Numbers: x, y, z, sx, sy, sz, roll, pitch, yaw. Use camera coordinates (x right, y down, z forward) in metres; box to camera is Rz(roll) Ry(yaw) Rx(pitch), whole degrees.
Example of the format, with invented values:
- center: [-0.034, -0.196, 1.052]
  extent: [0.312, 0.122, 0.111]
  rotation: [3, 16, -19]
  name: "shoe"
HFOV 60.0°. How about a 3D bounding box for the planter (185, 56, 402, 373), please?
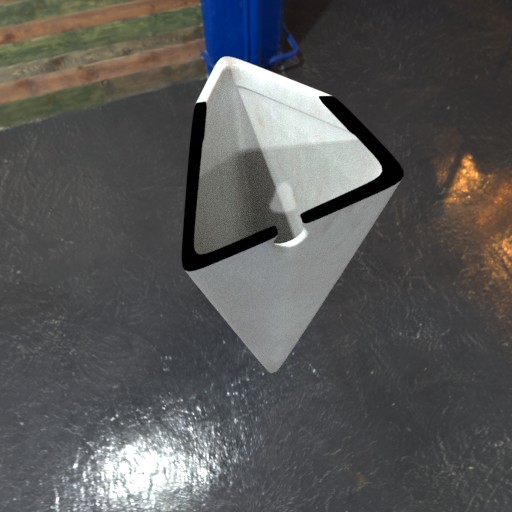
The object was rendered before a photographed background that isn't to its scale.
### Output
- center: [0.000, 0.000, 0.152]
  extent: [0.058, 0.130, 0.047]
  rotation: [-17, 61, -10]
  name: "planter"
